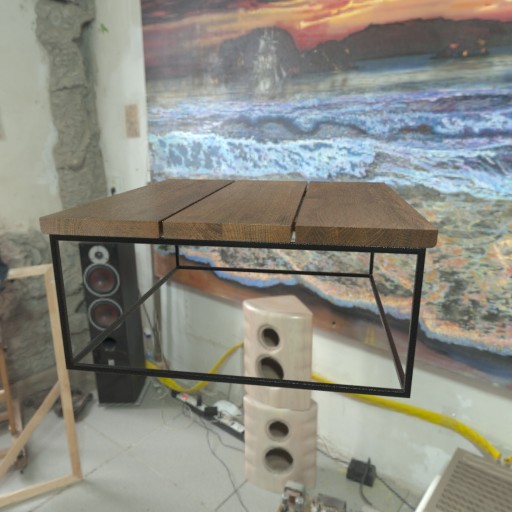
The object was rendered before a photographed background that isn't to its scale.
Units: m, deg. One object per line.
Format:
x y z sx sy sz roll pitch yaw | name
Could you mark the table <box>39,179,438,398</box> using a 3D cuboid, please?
0.000 0.000 1.463 0.900 0.400 0.900 2 16 8 | table
